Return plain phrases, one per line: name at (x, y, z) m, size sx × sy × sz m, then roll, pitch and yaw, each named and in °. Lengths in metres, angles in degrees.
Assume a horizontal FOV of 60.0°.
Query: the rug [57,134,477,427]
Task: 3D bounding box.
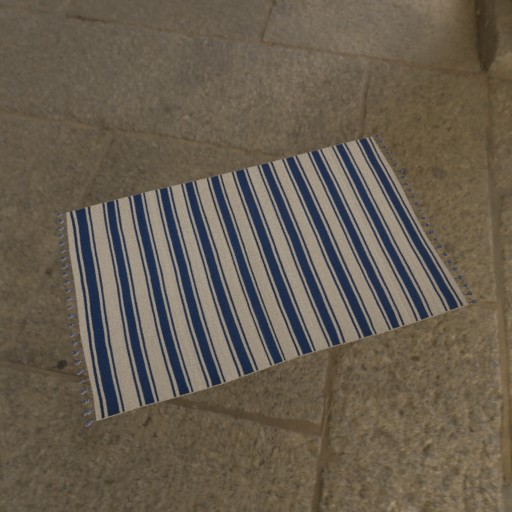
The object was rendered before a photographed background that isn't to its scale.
rug at (0.000, 0.000, 2.494) m, size 2.108 × 0.009 × 1.248 m, roll -16°, pitch 63°, yaw -8°
